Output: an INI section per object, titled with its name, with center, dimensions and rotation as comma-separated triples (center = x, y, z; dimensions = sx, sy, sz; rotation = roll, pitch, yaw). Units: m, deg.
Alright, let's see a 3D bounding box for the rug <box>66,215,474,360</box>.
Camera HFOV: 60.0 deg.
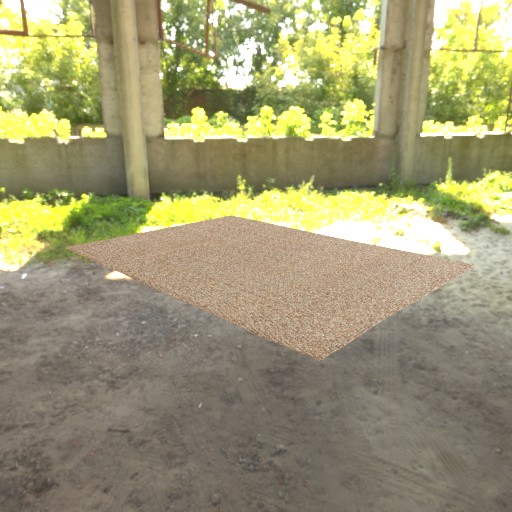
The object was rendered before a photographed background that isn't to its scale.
[rug]
center = 0.000, 0.000, 2.793
dimensions = 2.141, 0.013, 1.566
rotation = 15, 22, 42
